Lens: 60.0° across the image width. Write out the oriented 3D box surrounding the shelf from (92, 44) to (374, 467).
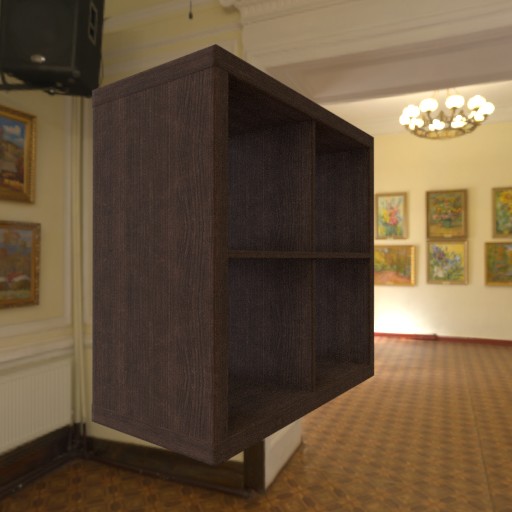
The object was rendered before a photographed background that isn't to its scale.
[{"bbox_3d":[0.000,0.000,1.258,0.390,0.786,0.790,0,0,36],"label":"shelf"}]
